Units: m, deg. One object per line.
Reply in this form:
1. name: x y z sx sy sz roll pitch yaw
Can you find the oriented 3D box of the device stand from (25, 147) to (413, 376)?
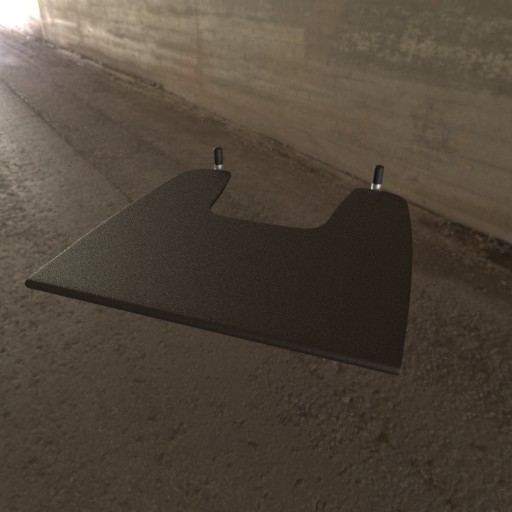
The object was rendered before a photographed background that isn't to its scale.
1. device stand: 0.000 0.000 0.351 0.230 0.092 0.230 10 33 16
